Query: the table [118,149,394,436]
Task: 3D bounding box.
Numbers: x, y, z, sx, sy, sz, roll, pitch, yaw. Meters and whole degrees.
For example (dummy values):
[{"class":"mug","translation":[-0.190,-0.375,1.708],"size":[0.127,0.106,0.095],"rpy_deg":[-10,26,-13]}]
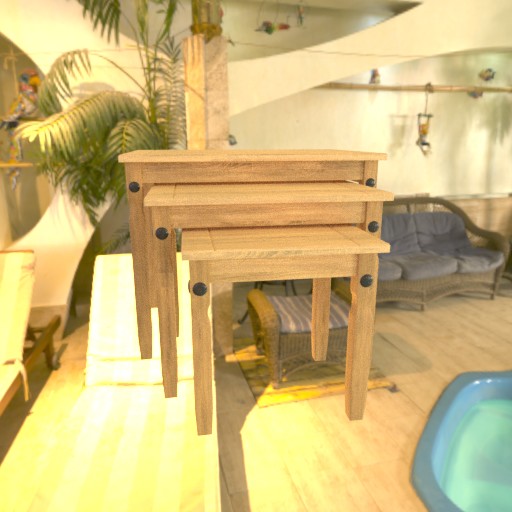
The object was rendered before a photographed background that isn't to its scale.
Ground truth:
[{"class":"table","translation":[0.000,0.000,1.186],"size":[0.660,0.535,0.773],"rpy_deg":[-2,15,-9]}]
